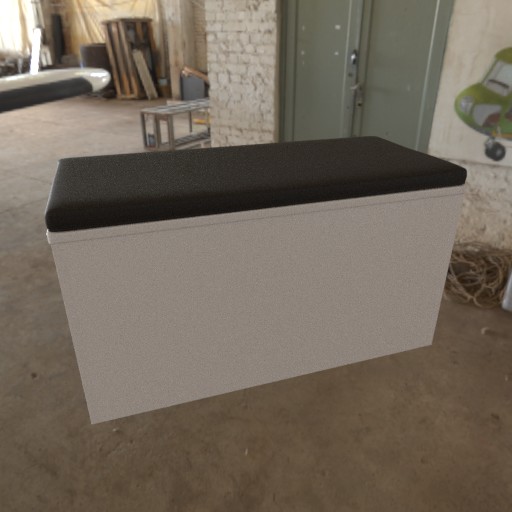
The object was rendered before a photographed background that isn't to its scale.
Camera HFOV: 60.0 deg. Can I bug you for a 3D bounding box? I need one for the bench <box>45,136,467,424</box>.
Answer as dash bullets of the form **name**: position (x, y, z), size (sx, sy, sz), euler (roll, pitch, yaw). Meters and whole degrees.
- **bench**: position (0.000, 0.000, 1.156), size (0.899, 0.500, 0.401), euler (-8, 28, -16)
